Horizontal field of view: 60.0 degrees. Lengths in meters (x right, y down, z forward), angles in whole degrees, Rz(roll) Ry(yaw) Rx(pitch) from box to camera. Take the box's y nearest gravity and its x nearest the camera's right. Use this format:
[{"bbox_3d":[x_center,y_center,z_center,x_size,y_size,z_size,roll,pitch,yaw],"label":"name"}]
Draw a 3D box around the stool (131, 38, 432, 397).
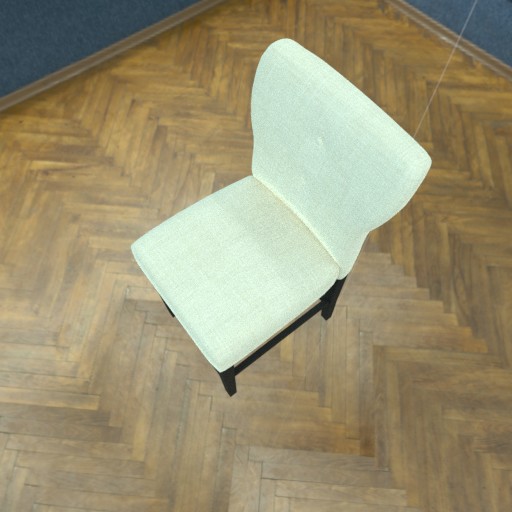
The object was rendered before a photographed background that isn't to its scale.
[{"bbox_3d":[0.000,0.000,1.353,0.603,0.972,0.514,-35,68,-16],"label":"stool"}]
